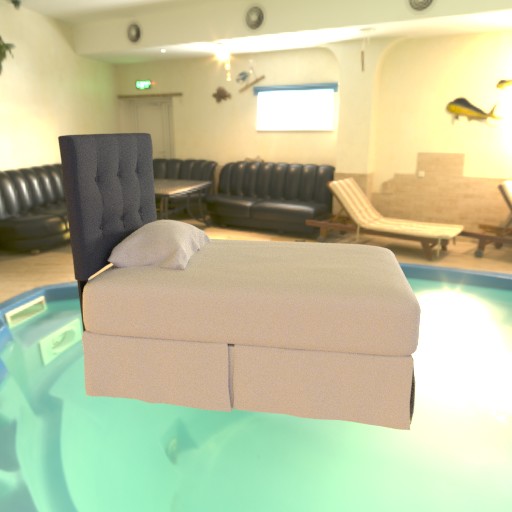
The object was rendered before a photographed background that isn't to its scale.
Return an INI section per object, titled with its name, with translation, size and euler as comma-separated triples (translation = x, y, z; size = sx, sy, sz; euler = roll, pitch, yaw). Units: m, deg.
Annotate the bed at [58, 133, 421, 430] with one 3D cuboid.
[bed]
translation = 0.000, 0.000, 2.956
size = 1.997, 1.571, 1.261
euler = 3, 16, 9
